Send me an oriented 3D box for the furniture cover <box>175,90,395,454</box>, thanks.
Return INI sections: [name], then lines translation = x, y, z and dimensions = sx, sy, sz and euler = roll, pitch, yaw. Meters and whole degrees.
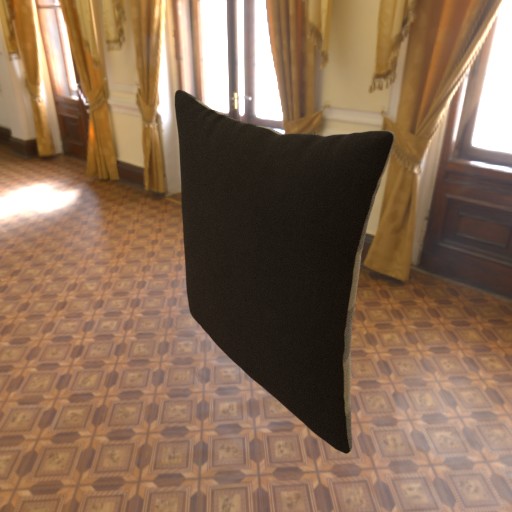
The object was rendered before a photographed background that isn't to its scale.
[furniture cover]
translation = 0.000, 0.000, 0.781
dimensions = 0.161, 0.509, 0.511
euler = -18, 32, -32
